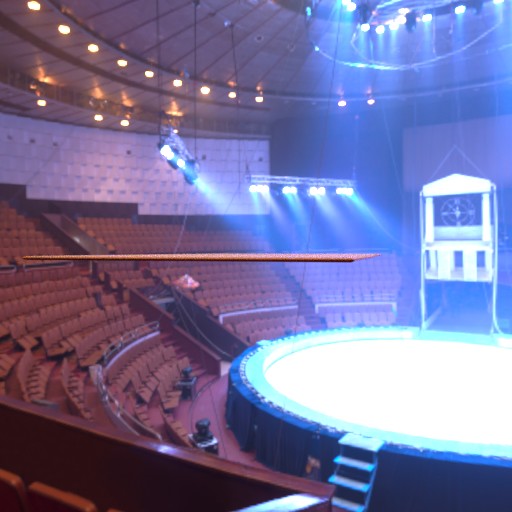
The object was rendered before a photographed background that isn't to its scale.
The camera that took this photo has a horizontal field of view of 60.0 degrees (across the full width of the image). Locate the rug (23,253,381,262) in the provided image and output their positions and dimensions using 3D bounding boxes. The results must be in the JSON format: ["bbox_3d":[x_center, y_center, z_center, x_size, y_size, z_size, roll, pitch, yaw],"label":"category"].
[{"bbox_3d":[0.000,0.000,2.078,1.078,0.013,1.678,0,1,18],"label":"rug"}]
